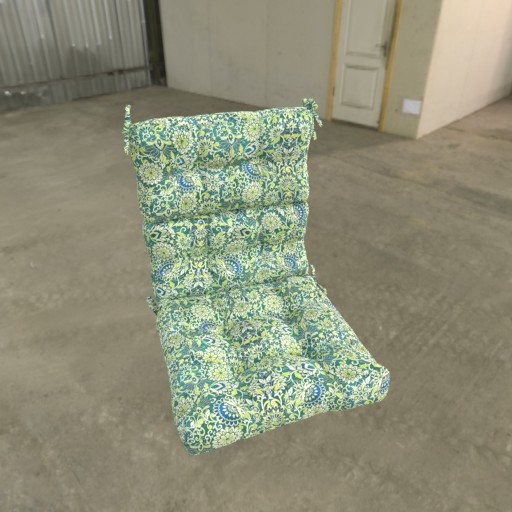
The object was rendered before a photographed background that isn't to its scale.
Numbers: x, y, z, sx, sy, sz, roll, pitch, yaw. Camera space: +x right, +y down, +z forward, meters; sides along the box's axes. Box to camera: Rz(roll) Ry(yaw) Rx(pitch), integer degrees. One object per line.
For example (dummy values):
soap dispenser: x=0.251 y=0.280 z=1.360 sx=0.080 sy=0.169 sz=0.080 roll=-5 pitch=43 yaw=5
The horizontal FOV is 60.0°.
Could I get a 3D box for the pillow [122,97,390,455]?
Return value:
pillow: x=0.000 y=0.000 z=1.040 sx=0.519 sy=0.605 sz=0.571 roll=-10 pitch=34 yaw=-15
